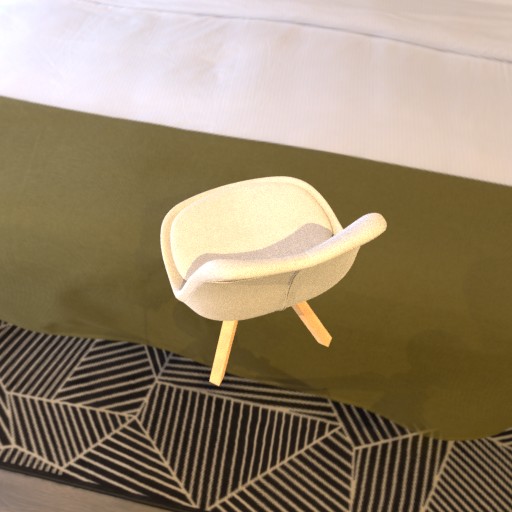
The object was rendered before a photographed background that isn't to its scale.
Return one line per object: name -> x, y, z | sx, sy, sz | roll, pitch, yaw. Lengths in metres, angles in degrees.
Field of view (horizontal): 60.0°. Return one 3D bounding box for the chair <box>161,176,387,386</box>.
chair -> 0.000, 0.000, 1.198 | 0.474, 0.863, 0.549 | -17, 61, -9
